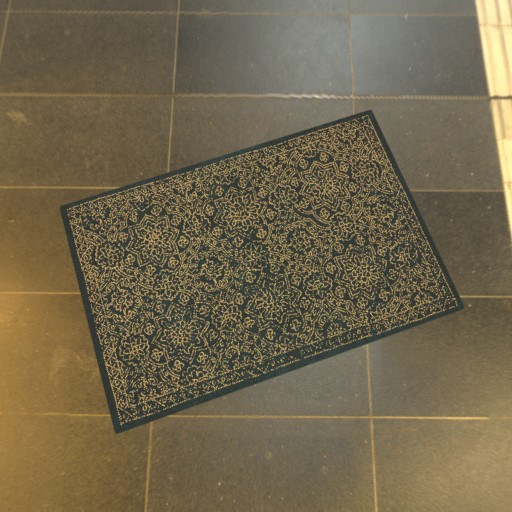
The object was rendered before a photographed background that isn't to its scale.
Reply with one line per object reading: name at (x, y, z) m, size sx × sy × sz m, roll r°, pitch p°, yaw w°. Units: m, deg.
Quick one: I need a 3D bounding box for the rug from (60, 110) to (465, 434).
rug at (0.000, 0.000, 2.324) m, size 1.829 × 0.010 × 1.219 m, roll -18°, pitch 76°, yaw -5°
